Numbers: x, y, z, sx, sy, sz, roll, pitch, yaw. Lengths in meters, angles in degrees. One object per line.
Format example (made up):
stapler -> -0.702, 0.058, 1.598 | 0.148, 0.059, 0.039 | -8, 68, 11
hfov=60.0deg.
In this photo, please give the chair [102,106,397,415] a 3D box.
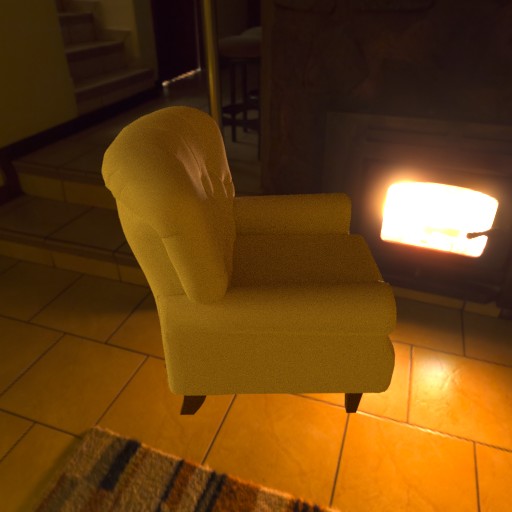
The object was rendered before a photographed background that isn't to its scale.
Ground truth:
chair -> 0.000, 0.000, 1.991 | 1.132, 1.169, 1.035 | 0, 32, -1
